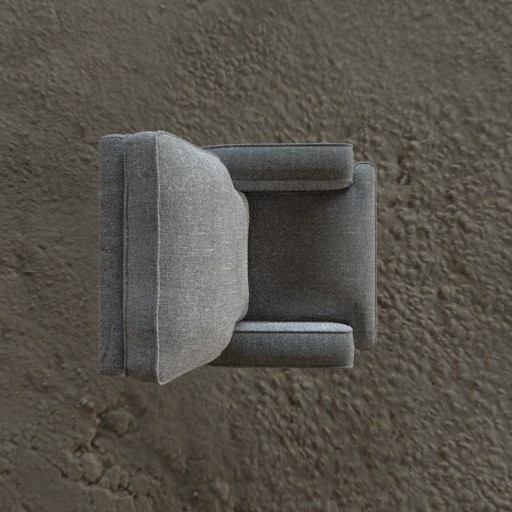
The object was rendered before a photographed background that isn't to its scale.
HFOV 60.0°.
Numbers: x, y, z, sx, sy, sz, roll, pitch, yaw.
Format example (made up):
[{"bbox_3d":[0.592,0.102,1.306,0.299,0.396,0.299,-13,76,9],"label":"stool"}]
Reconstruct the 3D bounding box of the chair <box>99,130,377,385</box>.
[{"bbox_3d":[0.000,0.000,1.715,0.964,0.962,0.861,0,90,0],"label":"chair"}]
